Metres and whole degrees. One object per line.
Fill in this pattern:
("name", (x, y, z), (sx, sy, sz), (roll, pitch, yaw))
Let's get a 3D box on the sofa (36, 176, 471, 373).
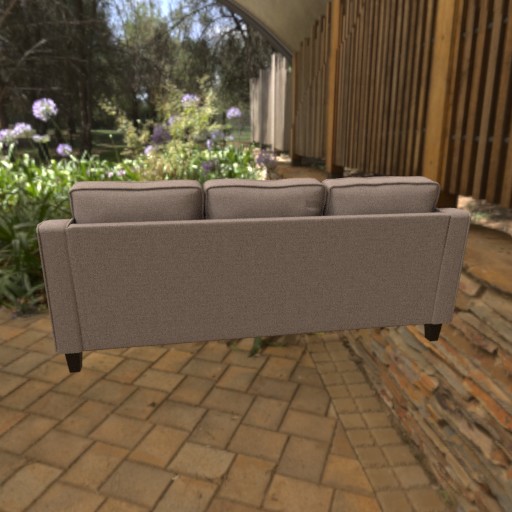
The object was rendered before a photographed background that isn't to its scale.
("sofa", (0.000, 0.000, 2.622), (2.129, 0.950, 0.899), (-3, 15, -10))
